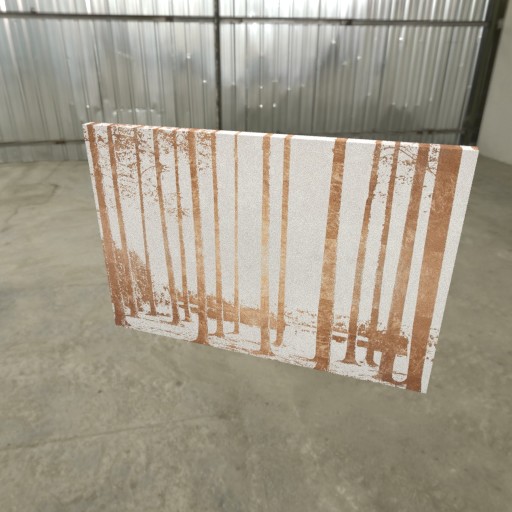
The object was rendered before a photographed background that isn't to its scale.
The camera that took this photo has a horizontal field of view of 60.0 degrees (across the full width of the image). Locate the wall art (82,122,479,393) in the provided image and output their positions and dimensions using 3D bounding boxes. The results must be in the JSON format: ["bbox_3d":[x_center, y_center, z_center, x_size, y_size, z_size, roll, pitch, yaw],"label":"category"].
[{"bbox_3d":[0.000,0.000,1.129,0.914,0.609,0.035,9,27,17],"label":"wall art"}]
